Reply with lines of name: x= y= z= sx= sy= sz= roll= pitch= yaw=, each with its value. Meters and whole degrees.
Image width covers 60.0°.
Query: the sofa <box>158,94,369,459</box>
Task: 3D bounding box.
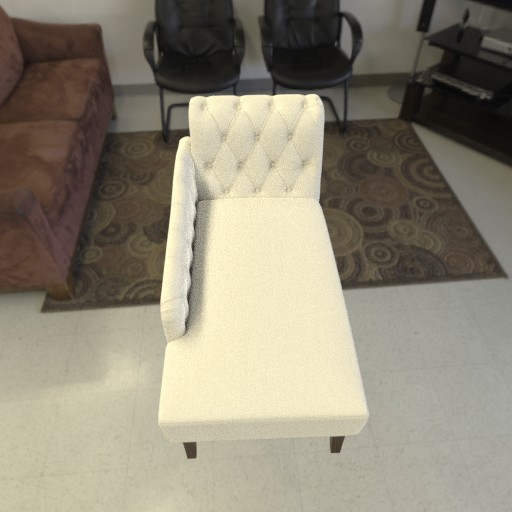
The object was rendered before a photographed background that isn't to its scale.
sofa: x=0.000 y=0.000 z=1.834 sx=0.675 sy=0.787 sz=1.379 roll=-2 pitch=47 yaw=-1
